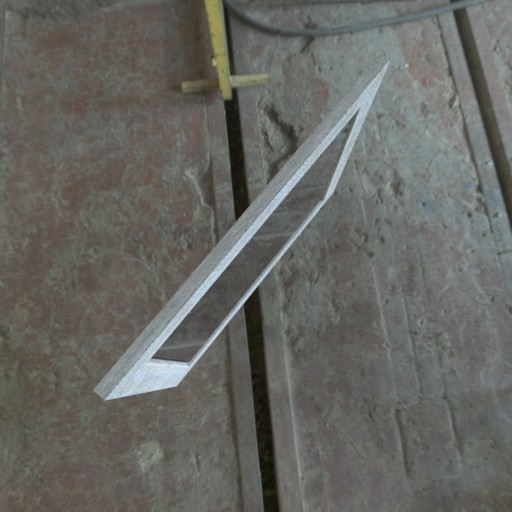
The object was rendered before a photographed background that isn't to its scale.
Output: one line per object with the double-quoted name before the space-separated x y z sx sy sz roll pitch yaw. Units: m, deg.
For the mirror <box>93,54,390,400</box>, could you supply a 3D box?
"mirror" 0.000 0.000 1.148 0.028 0.689 0.839 38 79 9
